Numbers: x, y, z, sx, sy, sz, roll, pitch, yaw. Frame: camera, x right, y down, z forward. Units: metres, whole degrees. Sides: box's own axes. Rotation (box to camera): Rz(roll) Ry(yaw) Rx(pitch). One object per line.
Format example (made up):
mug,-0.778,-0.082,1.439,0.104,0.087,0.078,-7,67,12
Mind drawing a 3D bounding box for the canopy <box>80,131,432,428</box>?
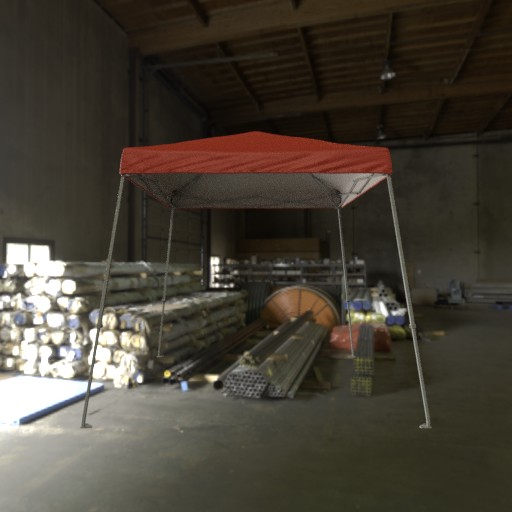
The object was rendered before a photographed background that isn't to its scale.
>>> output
canopy,0.000,0.000,5.042,2.850,2.850,2.849,0,-1,0
